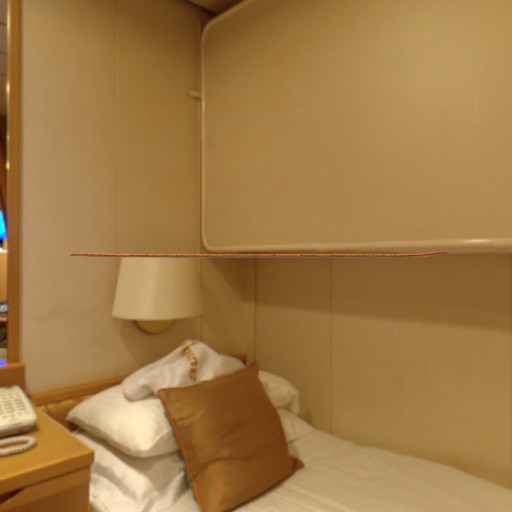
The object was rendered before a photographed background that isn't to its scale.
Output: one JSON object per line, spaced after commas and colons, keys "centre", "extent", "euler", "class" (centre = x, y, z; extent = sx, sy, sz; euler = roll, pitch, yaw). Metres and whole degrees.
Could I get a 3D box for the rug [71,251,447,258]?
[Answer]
{"centre": [0.000, 0.000, 2.919], "extent": [1.521, 0.026, 2.286], "euler": [0, 0, -1], "class": "rug"}
